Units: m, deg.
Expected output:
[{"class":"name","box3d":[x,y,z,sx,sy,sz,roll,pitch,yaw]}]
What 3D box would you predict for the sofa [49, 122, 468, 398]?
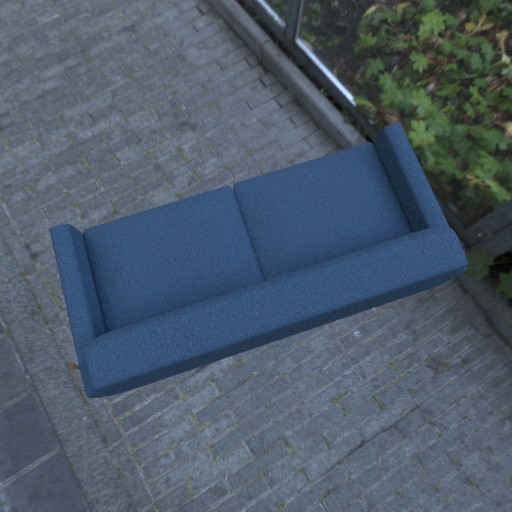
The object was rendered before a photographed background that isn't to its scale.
[{"class":"sofa","box3d":[0.000,0.000,2.501,2.055,0.884,0.942,-18,76,-5]}]
